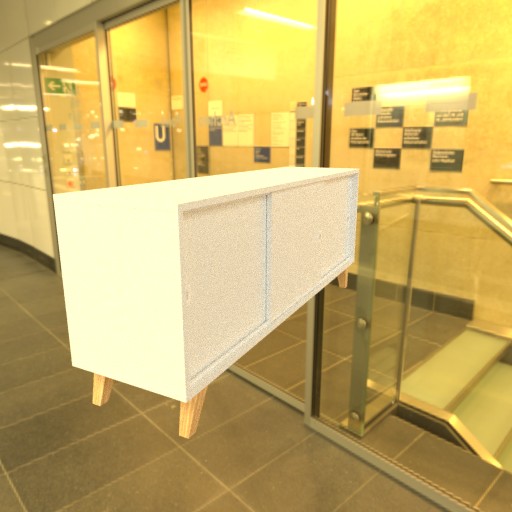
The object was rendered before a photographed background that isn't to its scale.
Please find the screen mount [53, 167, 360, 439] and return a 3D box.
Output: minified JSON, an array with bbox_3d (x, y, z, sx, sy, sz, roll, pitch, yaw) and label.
[{"bbox_3d":[0.000,0.000,1.768,0.400,0.619,1.490,7,16,27],"label":"screen mount"}]
